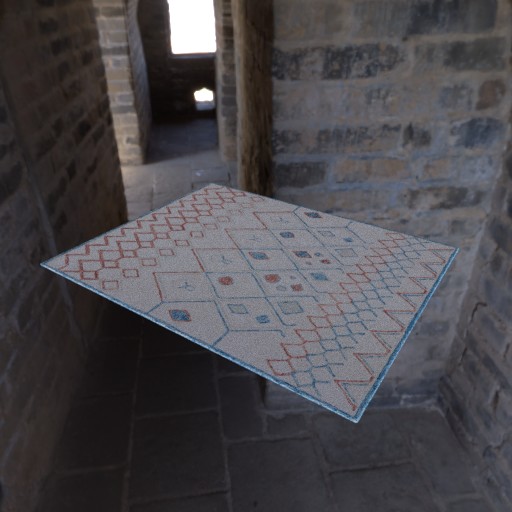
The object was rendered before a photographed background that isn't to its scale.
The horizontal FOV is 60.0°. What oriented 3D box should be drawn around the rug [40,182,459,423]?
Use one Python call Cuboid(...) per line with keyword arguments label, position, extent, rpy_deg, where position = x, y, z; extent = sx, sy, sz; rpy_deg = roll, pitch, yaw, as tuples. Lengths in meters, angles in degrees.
Cuboid(label="rug", position=(0.000, 0.000, 4.118), extent=(3.050, 0.016, 2.441), rpy_deg=(19, 35, 29))
